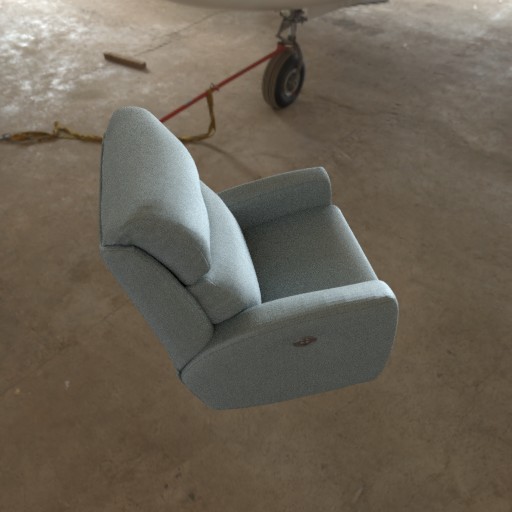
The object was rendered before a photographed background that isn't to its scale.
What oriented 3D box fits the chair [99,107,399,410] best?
[{"bbox_3d":[0.000,0.000,1.649,0.940,1.016,0.794,-9,47,-9],"label":"chair"}]
